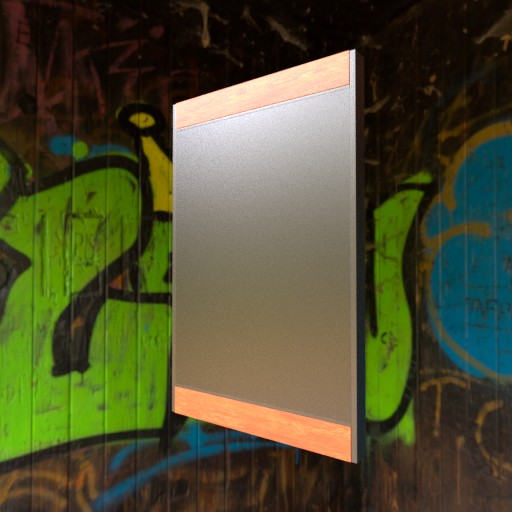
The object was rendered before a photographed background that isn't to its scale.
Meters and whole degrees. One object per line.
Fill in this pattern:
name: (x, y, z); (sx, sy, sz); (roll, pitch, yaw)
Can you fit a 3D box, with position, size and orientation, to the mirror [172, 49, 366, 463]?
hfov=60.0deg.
mirror: (0.000, 0.000, 1.052); (0.525, 0.823, 0.047); (-1, -1, 36)
